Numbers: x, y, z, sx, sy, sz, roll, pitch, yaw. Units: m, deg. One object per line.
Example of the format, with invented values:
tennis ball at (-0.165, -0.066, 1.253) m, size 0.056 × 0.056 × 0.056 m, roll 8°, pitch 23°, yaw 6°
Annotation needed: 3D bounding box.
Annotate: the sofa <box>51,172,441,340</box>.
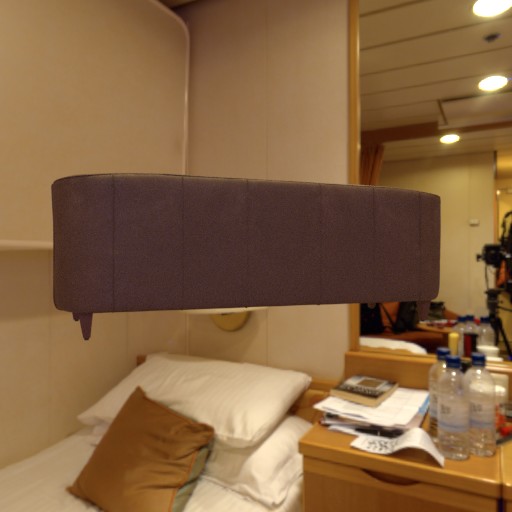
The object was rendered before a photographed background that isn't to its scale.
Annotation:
sofa at (0.000, 0.000, 2.692) m, size 2.227 × 0.787 × 0.927 m, roll 0°, pitch 0°, yaw -19°
